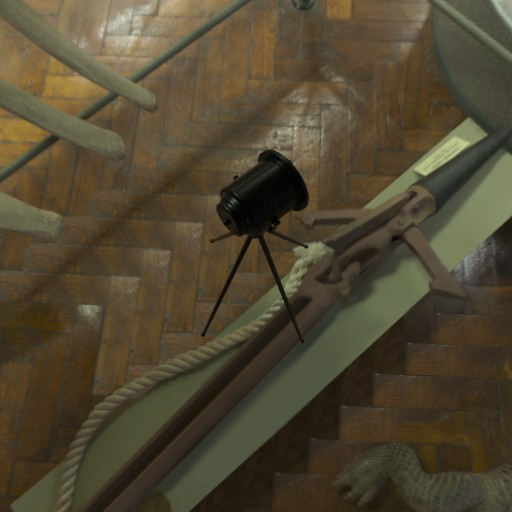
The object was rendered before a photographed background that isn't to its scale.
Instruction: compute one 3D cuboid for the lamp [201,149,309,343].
[{"bbox_3d":[0.000,0.000,2.076,0.884,1.504,0.879,-40,77,-11],"label":"lamp"}]
